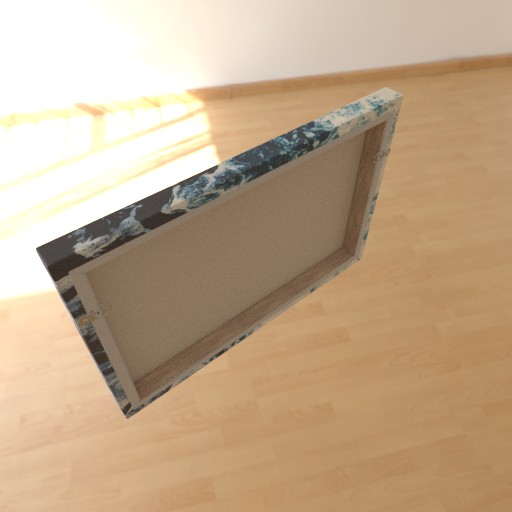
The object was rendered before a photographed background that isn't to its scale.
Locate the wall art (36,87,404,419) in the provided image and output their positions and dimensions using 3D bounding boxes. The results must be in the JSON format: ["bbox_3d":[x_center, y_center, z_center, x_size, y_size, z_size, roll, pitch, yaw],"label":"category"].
[{"bbox_3d":[0.000,0.000,0.768,0.609,0.407,0.043,-31,54,-25],"label":"wall art"}]
